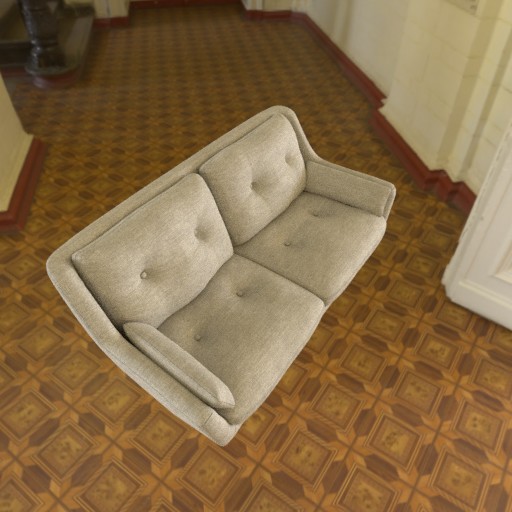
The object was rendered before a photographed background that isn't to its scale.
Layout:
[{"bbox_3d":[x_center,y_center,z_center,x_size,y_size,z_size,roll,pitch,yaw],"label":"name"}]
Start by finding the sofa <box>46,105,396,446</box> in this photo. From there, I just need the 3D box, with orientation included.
[{"bbox_3d":[0.000,0.000,2.470,0.976,0.897,1.930,25,49,24],"label":"sofa"}]
